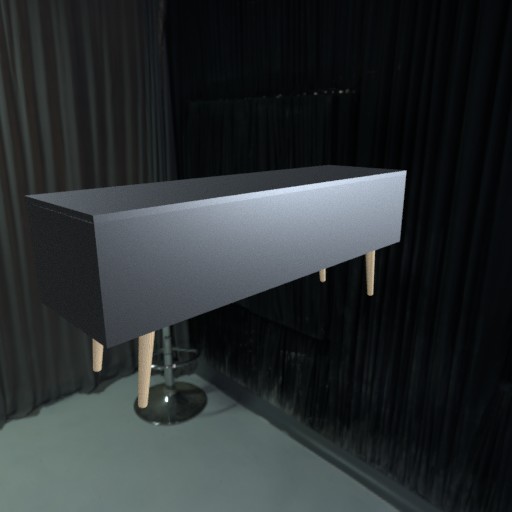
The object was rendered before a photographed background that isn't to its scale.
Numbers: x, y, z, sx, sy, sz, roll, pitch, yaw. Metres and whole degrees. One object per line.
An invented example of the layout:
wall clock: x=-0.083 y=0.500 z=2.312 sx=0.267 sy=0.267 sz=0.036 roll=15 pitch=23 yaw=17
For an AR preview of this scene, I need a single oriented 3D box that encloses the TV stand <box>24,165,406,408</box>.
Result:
TV stand: x=0.000 y=0.000 z=1.525 sx=0.390 sy=0.518 sz=1.312 roll=16 pitch=22 yaw=42
